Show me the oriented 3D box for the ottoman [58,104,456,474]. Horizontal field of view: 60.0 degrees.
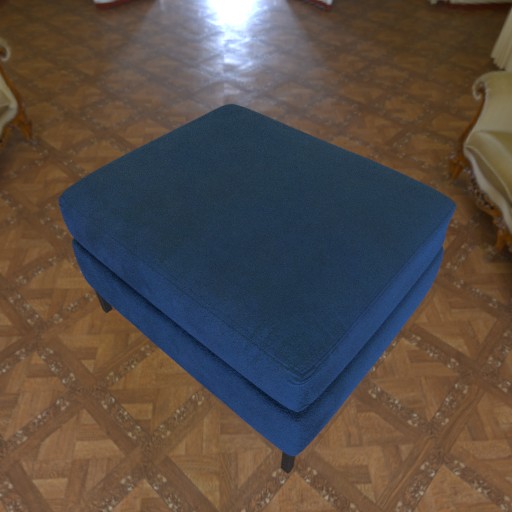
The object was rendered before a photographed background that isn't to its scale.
[{"bbox_3d":[0.000,0.000,1.192,0.794,0.485,0.655,32,54,27],"label":"ottoman"}]
